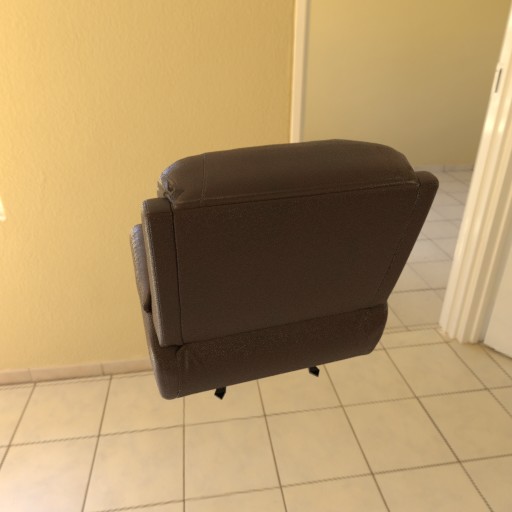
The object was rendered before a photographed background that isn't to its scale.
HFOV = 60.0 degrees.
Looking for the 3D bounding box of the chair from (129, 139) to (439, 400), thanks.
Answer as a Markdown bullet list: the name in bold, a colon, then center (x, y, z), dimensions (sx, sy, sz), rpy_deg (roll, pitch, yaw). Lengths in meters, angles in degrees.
- **chair**: center (0.000, 0.000, 1.743), dimensions (0.930, 1.011, 0.899), rpy_deg (-8, 28, -16)
